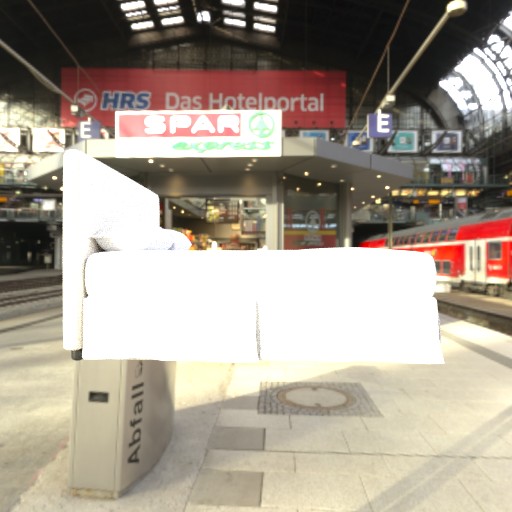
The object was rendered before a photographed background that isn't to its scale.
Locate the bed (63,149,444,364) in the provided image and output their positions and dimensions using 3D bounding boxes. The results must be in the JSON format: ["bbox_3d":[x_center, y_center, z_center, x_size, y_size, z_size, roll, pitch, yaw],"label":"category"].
[{"bbox_3d":[0.000,0.000,3.664,2.341,1.317,2.119,0,0,1],"label":"bed"}]
